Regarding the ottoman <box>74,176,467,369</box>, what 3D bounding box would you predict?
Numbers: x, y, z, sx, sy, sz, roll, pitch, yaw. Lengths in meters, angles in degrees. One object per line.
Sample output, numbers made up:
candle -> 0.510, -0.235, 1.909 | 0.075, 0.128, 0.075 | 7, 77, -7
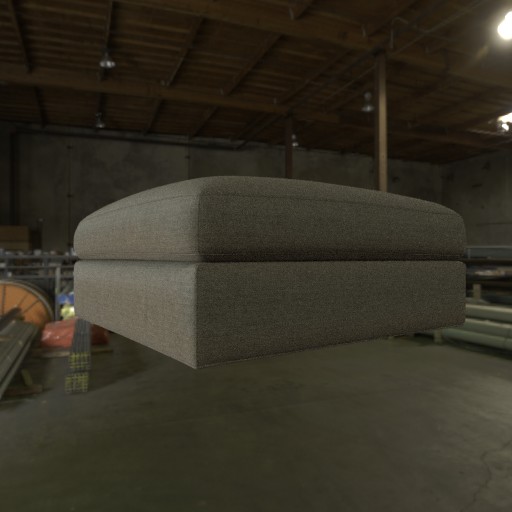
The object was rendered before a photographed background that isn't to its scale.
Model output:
ottoman -> 0.000, 0.000, 1.609 | 1.041, 0.470, 1.041 | 0, 0, -35
